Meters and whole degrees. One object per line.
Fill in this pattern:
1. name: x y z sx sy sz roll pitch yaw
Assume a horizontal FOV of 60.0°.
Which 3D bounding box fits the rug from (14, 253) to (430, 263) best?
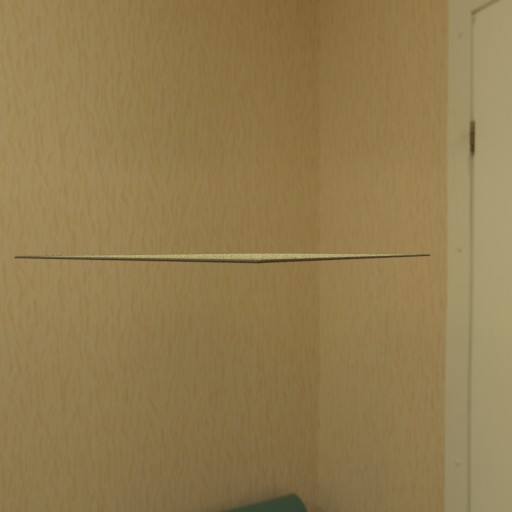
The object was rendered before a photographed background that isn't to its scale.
1. rug: 0.000 0.000 2.689 1.523 0.012 2.133 1 1 35
